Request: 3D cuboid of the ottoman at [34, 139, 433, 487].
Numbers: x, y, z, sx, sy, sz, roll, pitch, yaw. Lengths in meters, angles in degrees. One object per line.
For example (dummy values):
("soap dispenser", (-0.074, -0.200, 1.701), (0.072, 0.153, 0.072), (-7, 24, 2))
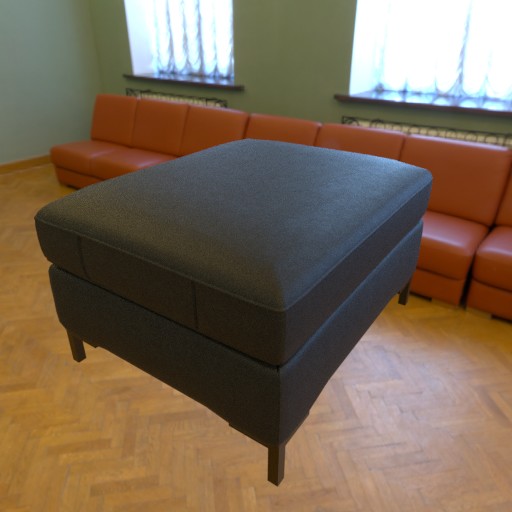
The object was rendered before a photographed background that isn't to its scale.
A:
("ottoman", (0.000, 0.000, 1.730), (0.967, 0.696, 1.187), (18, 33, 30))
